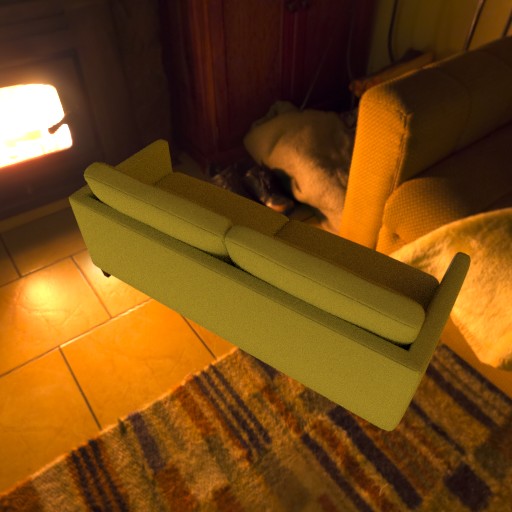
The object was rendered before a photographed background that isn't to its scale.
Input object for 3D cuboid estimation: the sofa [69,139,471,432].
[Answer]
[{"bbox_3d":[0.000,0.000,2.950,2.434,0.965,0.948,25,50,23],"label":"sofa"}]
